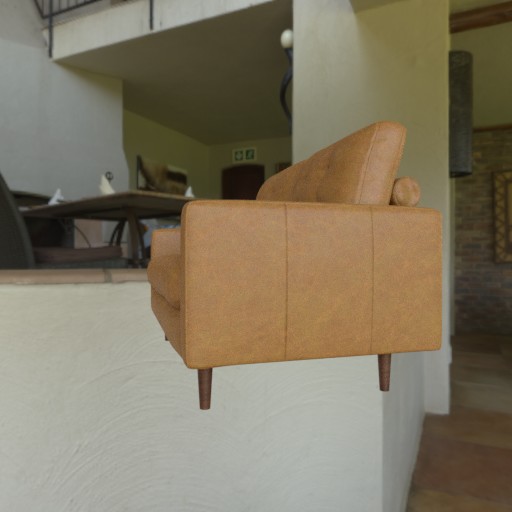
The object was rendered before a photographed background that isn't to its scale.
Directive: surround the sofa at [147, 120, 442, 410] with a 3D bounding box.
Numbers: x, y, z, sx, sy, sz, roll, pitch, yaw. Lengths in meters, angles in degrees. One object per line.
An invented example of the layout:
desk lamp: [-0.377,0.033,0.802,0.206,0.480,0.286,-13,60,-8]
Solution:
sofa: [0.000,0.000,1.927,0.868,0.898,1.430,0,0,-17]
